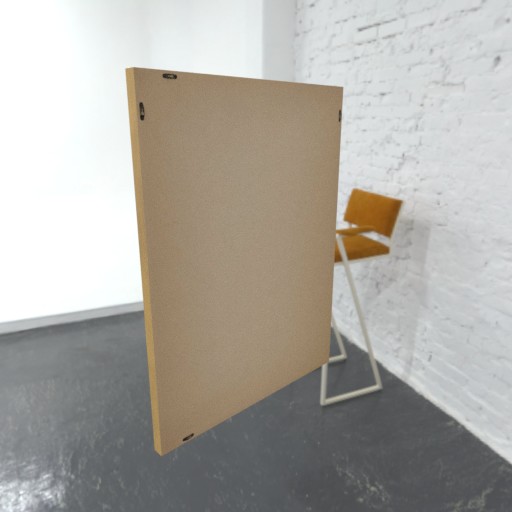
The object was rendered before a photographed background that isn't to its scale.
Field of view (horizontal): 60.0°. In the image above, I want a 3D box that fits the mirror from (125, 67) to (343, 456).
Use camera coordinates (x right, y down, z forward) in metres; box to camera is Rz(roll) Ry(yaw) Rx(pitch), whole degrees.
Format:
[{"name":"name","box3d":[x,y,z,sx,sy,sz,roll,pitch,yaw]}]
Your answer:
[{"name":"mirror","box3d":[0.000,0.000,1.366,0.762,1.016,0.041,-15,22,-41]}]
